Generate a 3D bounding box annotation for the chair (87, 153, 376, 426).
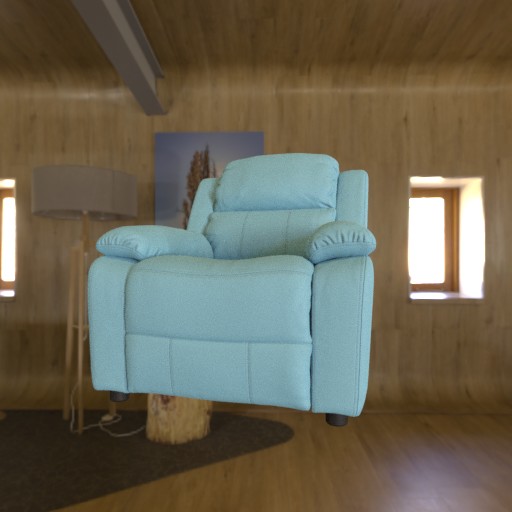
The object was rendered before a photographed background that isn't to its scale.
[{"bbox_3d":[0.000,0.000,1.269,0.680,0.702,0.709,0,0,17],"label":"chair"}]
